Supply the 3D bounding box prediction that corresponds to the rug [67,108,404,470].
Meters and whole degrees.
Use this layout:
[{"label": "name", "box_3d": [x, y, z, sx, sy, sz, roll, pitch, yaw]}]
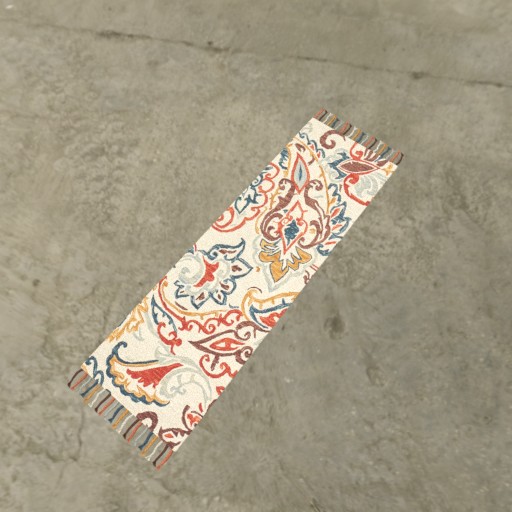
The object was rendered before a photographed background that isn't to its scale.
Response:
[{"label": "rug", "box_3d": [0.000, 0.000, 2.956, 0.763, 0.015, 2.682, 35, 69, 15]}]
